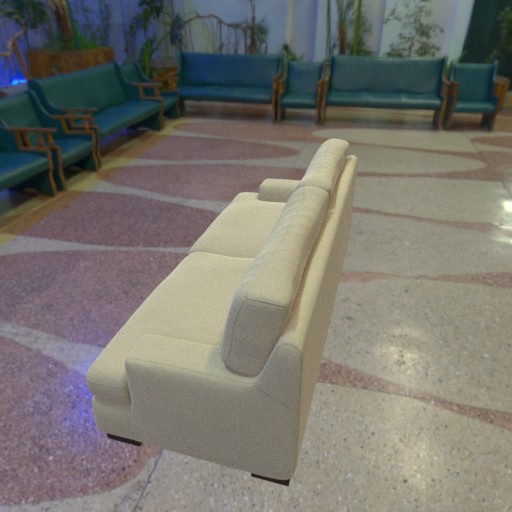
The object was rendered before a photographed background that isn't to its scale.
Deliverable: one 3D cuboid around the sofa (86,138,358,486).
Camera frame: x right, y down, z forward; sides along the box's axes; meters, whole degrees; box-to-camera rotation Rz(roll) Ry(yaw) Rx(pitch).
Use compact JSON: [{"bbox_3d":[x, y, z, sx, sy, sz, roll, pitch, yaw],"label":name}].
[{"bbox_3d":[0.000,0.000,2.569,0.929,0.925,2.147,8,31,14],"label":"sofa"}]
